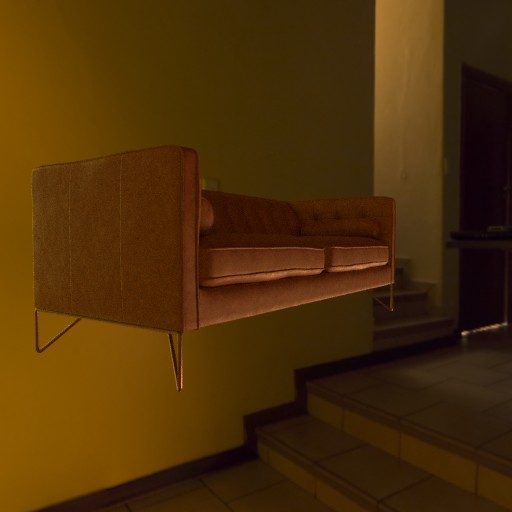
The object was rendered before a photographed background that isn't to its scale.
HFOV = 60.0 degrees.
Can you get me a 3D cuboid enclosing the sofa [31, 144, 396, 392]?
[{"bbox_3d":[0.000,0.000,2.473,0.912,0.798,2.079,1,2,35],"label":"sofa"}]
